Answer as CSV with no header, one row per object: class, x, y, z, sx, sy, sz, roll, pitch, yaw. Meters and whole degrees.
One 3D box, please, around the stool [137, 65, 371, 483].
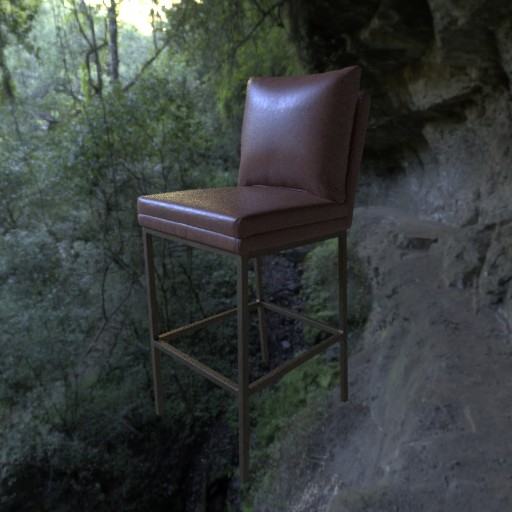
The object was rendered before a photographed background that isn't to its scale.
stool,0.000,0.000,1.419,0.463,1.124,0.571,16,23,43
